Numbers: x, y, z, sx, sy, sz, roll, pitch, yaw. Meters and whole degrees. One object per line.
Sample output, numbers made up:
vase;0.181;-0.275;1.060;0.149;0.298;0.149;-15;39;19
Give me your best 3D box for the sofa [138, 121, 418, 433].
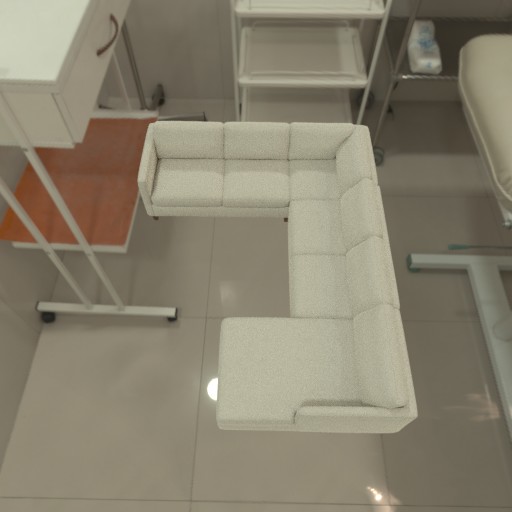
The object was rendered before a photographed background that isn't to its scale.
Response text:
sofa;0.000;0.000;4.437;2.551;0.853;3.238;1;58;0
